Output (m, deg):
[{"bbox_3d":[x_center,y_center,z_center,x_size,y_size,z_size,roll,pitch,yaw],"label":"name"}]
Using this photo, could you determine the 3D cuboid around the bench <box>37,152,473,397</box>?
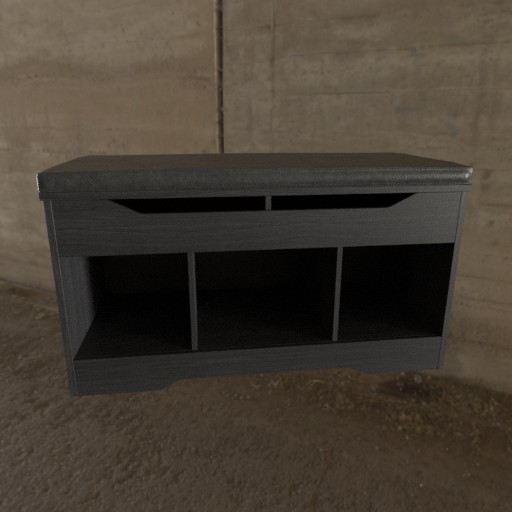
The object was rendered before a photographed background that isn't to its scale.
[{"bbox_3d":[0.000,0.000,1.161,0.905,0.501,0.401,-2,17,-7],"label":"bench"}]
